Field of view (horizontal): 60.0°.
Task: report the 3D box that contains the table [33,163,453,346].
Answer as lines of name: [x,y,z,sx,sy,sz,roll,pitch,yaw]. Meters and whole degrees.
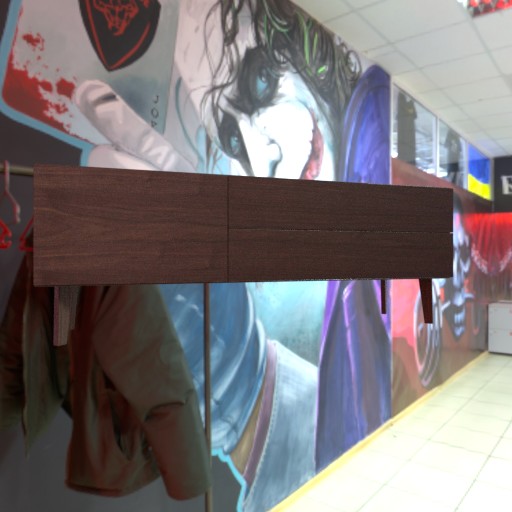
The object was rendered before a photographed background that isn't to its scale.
table: [0.000,0.000,1.606,1.397,0.508,0.405,0,0,-18]
